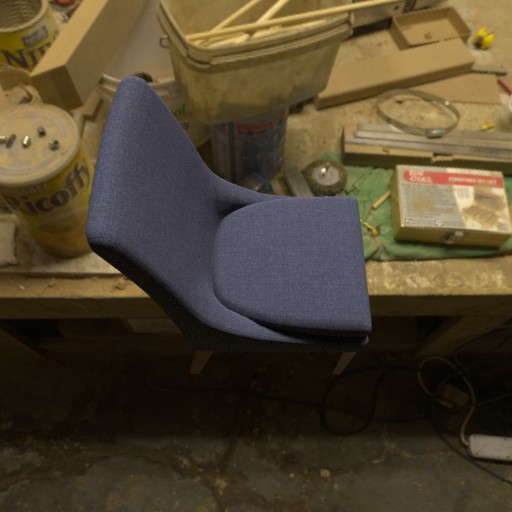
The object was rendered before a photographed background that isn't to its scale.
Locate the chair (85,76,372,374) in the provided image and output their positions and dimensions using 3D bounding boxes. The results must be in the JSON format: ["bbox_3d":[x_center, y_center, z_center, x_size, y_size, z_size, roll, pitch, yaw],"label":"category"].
[{"bbox_3d":[0.000,0.000,1.327,0.655,0.952,0.508,1,63,0],"label":"chair"}]
